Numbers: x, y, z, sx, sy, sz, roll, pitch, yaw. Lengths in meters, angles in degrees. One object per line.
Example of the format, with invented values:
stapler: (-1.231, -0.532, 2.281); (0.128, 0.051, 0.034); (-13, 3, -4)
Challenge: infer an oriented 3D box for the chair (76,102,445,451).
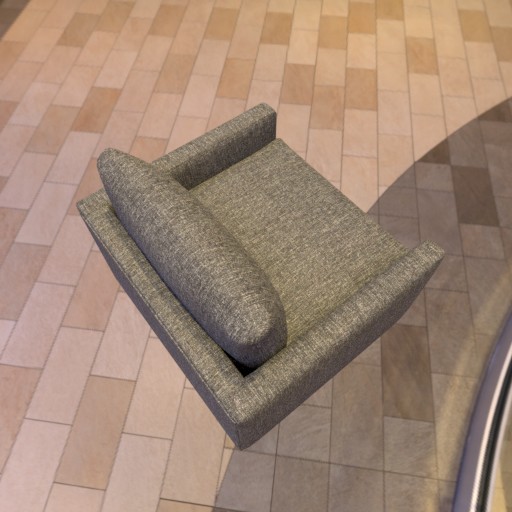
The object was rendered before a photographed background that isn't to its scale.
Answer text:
chair: (0.000, 0.000, 1.632); (0.866, 0.861, 0.963); (-34, 64, -19)
